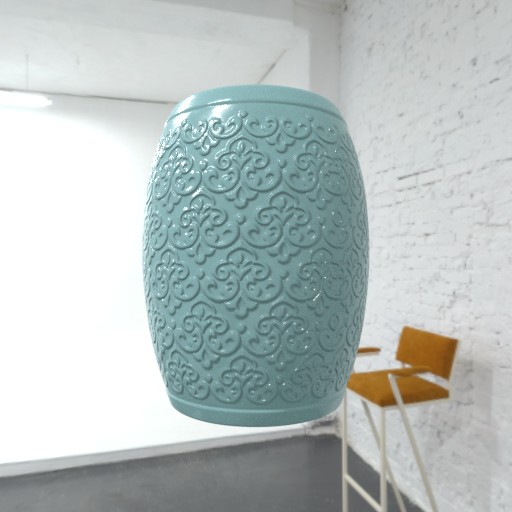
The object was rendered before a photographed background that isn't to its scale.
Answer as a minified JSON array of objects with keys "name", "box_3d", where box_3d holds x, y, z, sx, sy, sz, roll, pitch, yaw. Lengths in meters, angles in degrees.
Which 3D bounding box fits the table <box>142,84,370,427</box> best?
[{"name":"table","box_3d":[0.000,0.000,0.622,0.309,0.397,0.309,0,-1,0]}]
